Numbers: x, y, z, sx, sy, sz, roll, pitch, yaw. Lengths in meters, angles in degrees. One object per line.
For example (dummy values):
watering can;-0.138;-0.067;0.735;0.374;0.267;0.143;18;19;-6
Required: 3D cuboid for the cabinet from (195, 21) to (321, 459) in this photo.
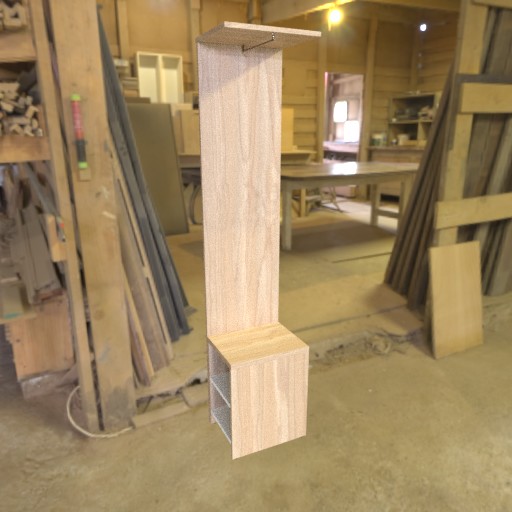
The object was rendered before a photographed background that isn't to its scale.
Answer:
cabinet;0.000;0.000;2.071;0.411;1.879;0.338;-7;18;-24
